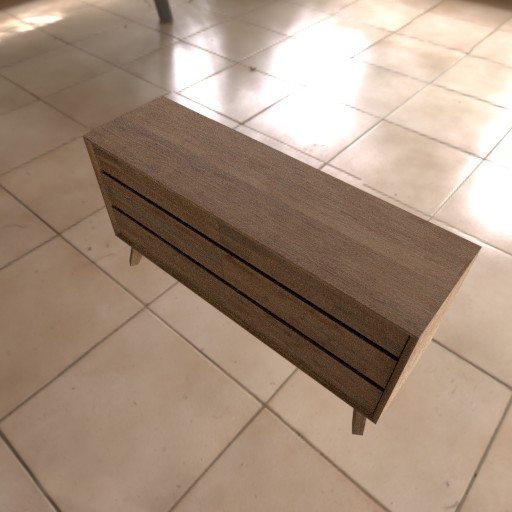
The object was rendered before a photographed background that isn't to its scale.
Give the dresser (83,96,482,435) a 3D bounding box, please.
[{"bbox_3d":[0.000,0.000,1.968,1.554,0.805,0.455,32,55,26],"label":"dresser"}]
